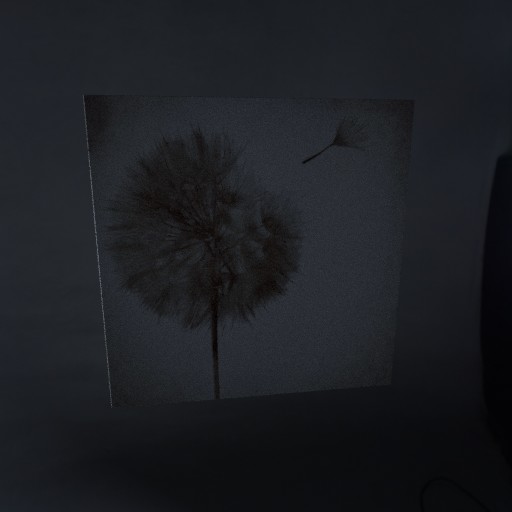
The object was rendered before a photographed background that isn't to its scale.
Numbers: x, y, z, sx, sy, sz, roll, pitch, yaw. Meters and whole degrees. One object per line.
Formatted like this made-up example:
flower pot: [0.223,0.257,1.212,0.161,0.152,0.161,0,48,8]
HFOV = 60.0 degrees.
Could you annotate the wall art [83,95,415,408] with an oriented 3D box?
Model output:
wall art: [0.000,0.000,0.452,0.303,0.303,0.028,-2,15,-8]
